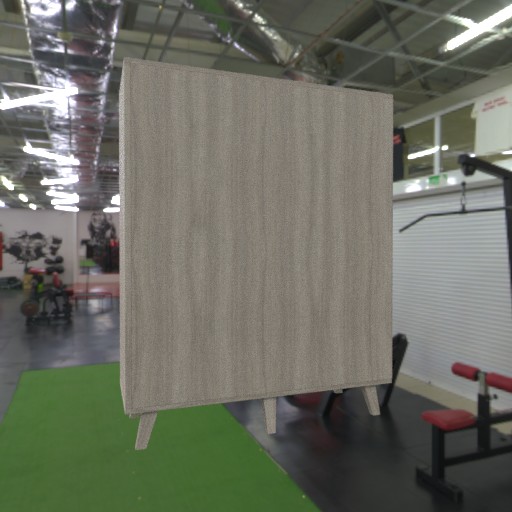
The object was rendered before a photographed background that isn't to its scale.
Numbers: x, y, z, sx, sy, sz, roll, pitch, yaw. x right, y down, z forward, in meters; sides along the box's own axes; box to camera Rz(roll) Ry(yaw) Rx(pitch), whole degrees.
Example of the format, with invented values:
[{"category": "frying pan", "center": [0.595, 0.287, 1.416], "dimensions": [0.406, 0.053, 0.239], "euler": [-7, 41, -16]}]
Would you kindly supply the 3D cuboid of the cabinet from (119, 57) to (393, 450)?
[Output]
[{"category": "cabinet", "center": [0.000, 0.000, 1.914], "dimensions": [1.111, 1.388, 0.398], "euler": [0, 1, -20]}]
